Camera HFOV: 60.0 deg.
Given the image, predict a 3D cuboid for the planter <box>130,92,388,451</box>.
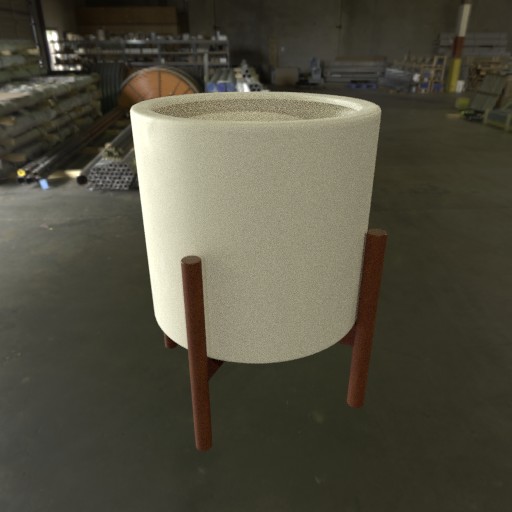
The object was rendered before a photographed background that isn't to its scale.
[{"bbox_3d":[0.000,0.000,0.888,0.420,0.581,0.421,-8,27,-15],"label":"planter"}]
